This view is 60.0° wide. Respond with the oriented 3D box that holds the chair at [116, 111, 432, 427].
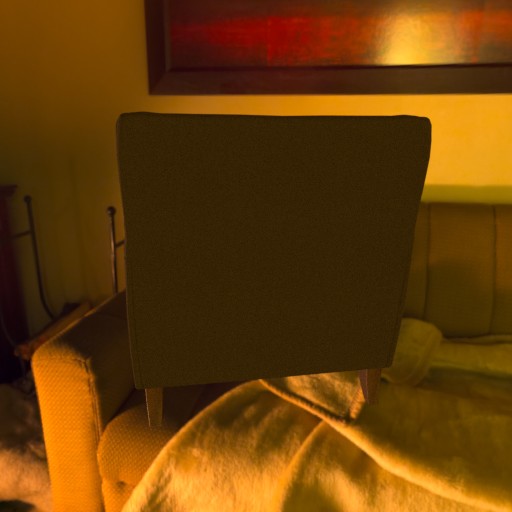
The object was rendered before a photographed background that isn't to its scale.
[{"bbox_3d":[0.000,0.000,1.552,0.836,0.911,0.831,-2,15,-9],"label":"chair"}]
